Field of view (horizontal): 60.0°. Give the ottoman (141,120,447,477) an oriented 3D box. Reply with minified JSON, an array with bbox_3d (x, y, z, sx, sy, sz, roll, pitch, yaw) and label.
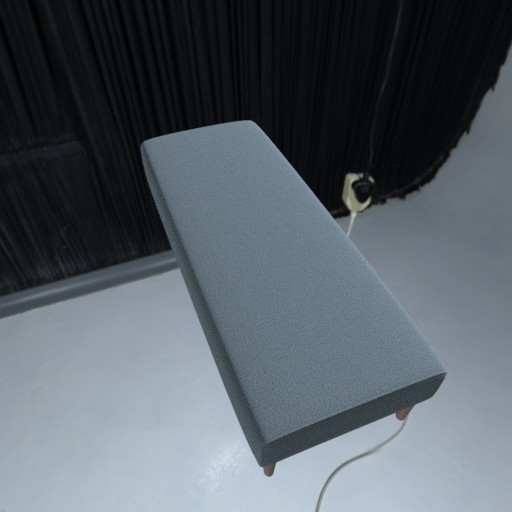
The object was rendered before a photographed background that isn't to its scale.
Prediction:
[{"bbox_3d":[0.000,0.000,1.869,0.646,0.393,1.609,-16,48,-15],"label":"ottoman"}]
